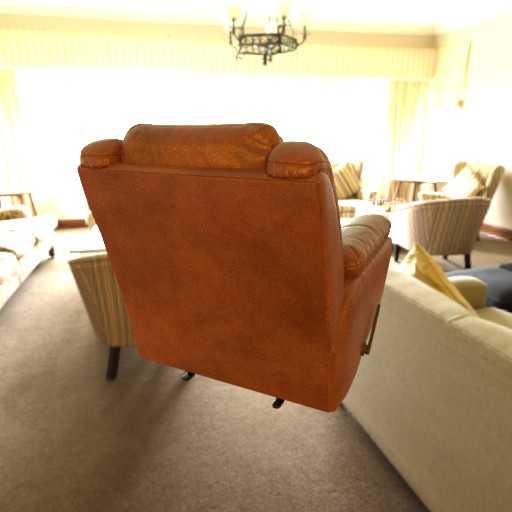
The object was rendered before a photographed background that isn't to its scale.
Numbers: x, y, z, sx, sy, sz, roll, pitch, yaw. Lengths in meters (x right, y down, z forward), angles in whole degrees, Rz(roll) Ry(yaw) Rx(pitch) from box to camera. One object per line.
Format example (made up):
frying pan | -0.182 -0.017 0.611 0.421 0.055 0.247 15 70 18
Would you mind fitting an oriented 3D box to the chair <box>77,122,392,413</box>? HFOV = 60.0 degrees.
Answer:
chair | 0.000 0.000 1.910 0.990 1.093 1.041 8 18 26
